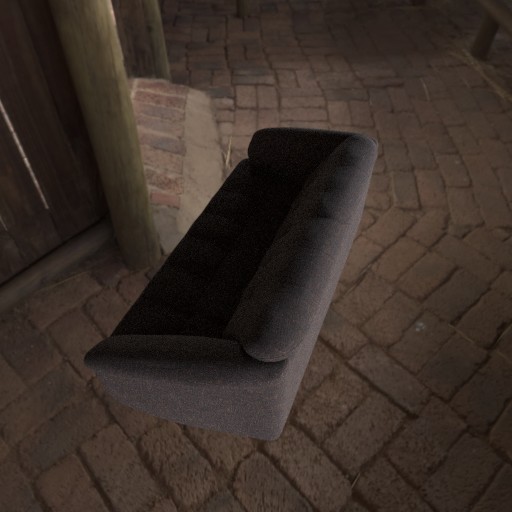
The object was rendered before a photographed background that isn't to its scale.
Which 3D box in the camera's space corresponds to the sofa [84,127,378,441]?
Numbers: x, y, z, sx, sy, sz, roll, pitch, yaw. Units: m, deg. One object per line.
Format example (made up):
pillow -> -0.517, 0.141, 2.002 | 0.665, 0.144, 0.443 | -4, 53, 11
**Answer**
sofa -> 0.000, 0.000, 2.328 | 0.887, 0.790, 1.849 | 17, 49, 15
